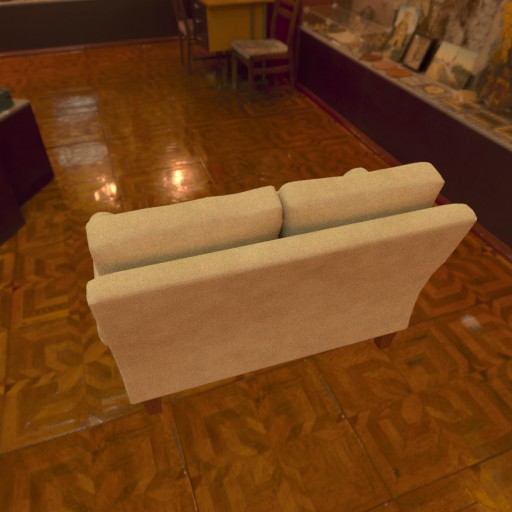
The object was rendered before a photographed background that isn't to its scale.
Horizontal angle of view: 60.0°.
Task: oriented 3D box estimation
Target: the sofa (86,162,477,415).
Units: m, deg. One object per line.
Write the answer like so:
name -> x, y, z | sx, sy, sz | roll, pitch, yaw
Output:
sofa -> 0.000, 0.000, 2.188 | 1.498, 1.087, 1.086 | -12, 42, -14
